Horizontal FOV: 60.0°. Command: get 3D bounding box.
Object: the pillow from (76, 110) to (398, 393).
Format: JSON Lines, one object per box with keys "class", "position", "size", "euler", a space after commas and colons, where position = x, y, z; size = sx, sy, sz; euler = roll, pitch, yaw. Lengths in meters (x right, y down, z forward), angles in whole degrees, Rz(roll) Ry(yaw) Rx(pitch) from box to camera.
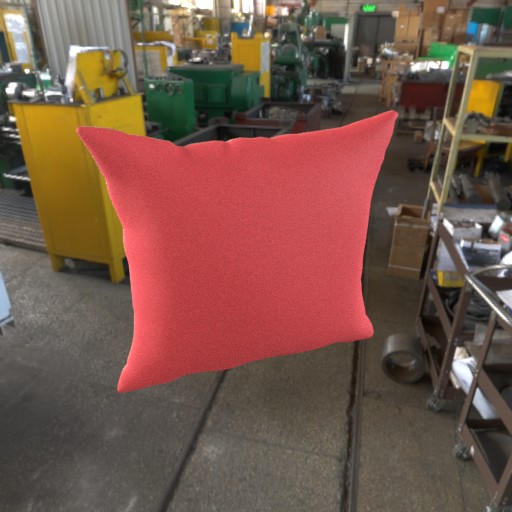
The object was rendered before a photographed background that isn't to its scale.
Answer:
{"class": "pillow", "position": [0.000, 0.000, 0.817], "size": [0.559, 0.501, 0.229], "euler": [-9, 29, -17]}
